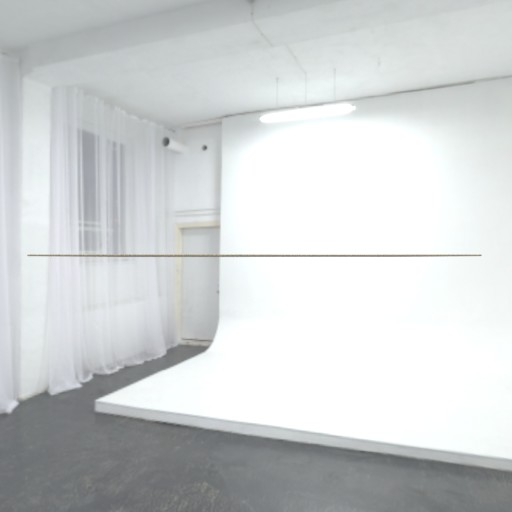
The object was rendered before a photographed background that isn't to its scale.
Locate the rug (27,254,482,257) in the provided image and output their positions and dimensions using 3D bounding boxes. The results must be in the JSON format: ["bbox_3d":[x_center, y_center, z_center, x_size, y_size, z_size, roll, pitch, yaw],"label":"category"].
[{"bbox_3d":[0.000,0.000,2.969,2.284,0.008,1.522,0,0,0],"label":"rug"}]
